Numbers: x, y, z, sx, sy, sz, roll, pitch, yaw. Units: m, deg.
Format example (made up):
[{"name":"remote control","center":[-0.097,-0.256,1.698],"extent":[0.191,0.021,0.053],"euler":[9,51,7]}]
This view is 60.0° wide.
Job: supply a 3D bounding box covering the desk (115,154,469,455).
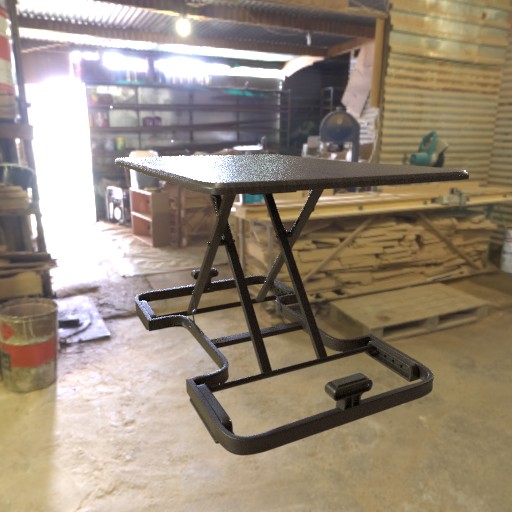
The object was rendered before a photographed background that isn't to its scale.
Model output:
[{"name":"desk","center":[0.000,0.000,1.137],"extent":[0.546,0.470,0.820],"euler":[-7,17,-25]}]
